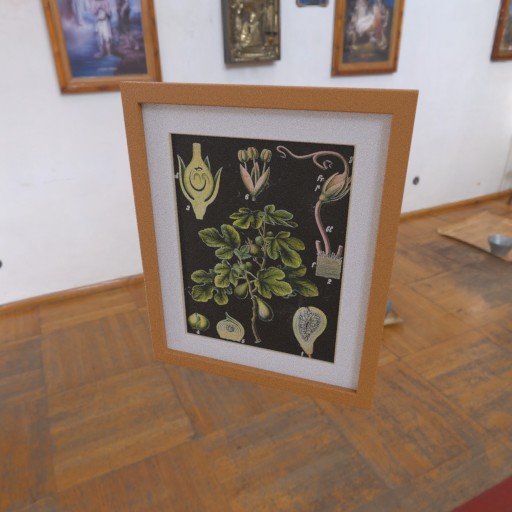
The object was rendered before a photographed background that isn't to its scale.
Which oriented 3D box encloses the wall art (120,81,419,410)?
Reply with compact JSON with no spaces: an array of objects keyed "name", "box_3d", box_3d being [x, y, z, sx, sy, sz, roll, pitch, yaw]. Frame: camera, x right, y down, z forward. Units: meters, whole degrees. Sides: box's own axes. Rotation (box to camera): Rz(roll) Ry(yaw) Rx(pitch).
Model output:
[{"name":"wall art","box_3d":[0.000,0.000,0.768,0.452,0.553,0.022,8,27,17]}]
